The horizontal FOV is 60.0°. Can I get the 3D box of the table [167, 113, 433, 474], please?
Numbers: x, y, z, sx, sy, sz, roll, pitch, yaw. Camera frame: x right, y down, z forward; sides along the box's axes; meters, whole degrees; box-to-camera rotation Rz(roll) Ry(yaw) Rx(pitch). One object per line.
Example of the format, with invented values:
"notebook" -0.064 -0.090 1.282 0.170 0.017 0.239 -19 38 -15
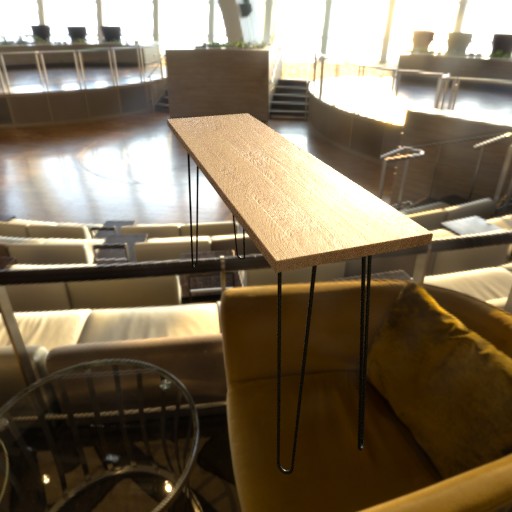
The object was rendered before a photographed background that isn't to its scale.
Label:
"table" 0.000 0.000 1.759 0.399 0.799 1.400 -10 31 -17
